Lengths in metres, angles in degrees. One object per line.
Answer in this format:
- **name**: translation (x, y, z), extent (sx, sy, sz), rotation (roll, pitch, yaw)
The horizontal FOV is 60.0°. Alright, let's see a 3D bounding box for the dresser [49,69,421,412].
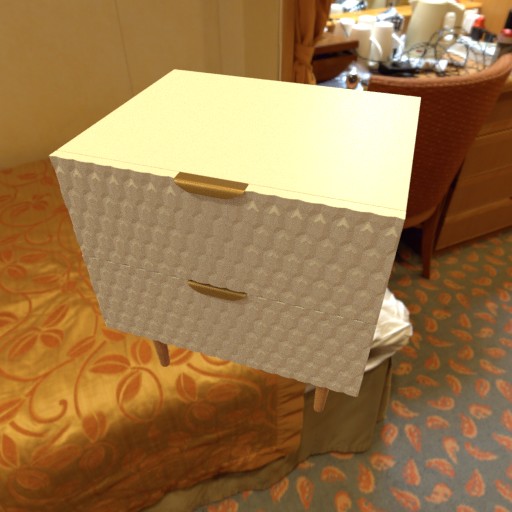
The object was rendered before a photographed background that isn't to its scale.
- **dresser**: translation (0.000, 0.000, 0.911), extent (0.503, 0.568, 0.414), rotation (12, 42, 14)
